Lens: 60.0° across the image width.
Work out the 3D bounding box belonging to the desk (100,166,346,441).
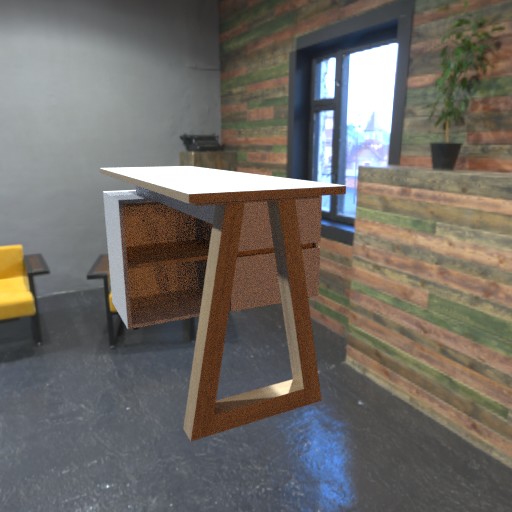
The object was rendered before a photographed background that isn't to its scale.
[{"bbox_3d":[0.000,0.000,2.033,1.098,0.755,1.404,-7,16,-26],"label":"desk"}]
